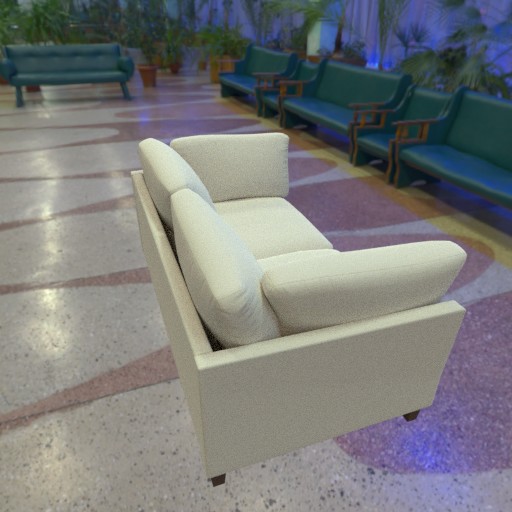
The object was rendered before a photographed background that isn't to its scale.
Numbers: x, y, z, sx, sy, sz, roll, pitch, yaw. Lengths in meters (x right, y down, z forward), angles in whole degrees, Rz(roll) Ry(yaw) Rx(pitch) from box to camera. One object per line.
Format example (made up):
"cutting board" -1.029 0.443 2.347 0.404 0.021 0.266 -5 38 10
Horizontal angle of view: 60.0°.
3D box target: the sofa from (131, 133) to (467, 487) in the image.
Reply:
"sofa" 0.000 0.000 2.184 0.970 0.836 1.776 -10 32 -17
